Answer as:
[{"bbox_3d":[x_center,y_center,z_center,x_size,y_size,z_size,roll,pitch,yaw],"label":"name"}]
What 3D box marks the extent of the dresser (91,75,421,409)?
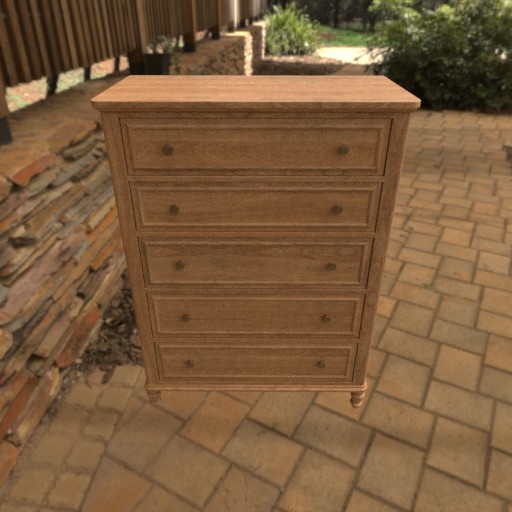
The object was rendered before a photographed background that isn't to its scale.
[{"bbox_3d":[0.000,0.000,1.822,0.973,1.318,0.484,0,31,0],"label":"dresser"}]
